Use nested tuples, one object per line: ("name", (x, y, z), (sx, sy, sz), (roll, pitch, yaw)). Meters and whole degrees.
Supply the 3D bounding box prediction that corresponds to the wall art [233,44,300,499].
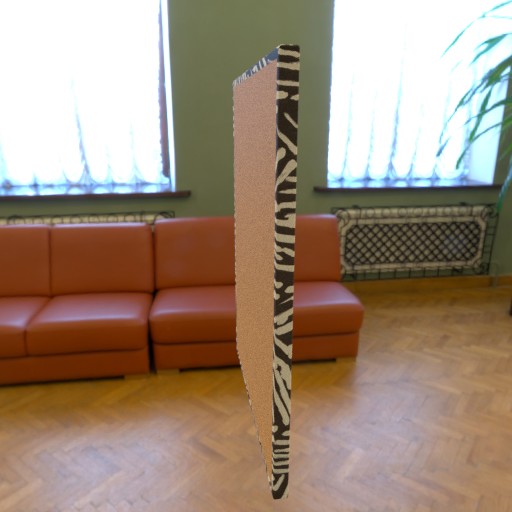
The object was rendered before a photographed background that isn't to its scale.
("wall art", (0.000, 0.000, 1.299), (0.038, 1.017, 0.765), (-3, 17, -9))
